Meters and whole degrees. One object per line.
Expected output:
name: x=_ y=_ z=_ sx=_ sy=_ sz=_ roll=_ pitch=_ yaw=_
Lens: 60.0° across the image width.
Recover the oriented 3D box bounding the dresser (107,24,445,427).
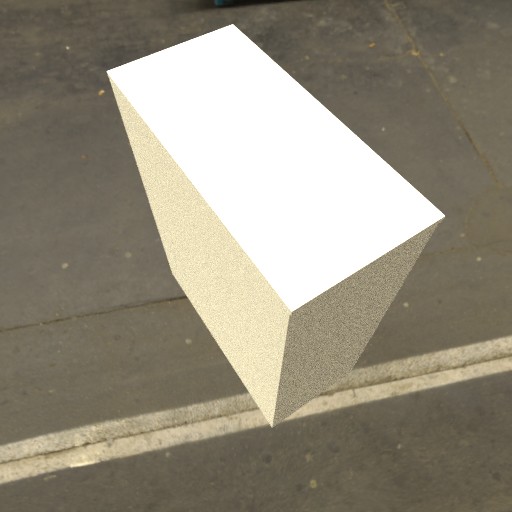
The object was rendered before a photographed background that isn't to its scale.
dresser: x=0.000 y=0.000 z=1.446 sx=0.380 sy=1.040 sz=0.800 roll=-29 pitch=63 yaw=-17
